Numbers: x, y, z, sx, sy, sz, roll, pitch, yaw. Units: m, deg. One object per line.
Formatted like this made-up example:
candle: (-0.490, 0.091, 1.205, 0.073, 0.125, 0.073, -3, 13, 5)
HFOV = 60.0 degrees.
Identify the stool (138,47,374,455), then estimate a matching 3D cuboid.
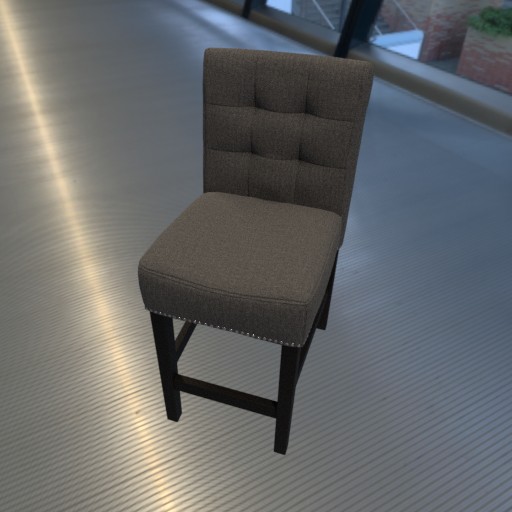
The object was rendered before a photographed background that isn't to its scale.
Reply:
stool: (0.000, 0.000, 1.174, 0.427, 0.885, 0.571, 11, 41, 13)
